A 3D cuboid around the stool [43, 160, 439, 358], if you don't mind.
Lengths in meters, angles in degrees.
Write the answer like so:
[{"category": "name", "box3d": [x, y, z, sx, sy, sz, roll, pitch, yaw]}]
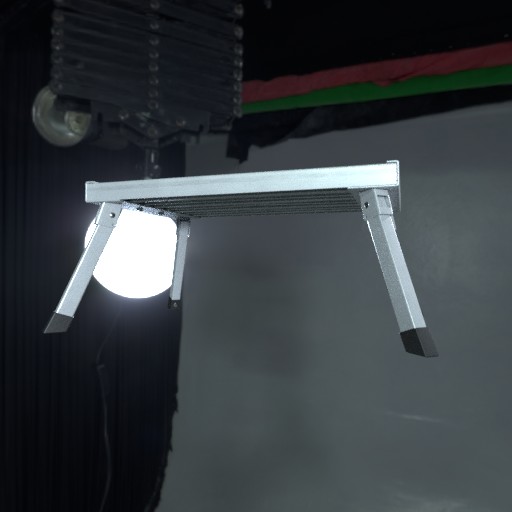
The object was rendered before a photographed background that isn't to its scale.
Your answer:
[{"category": "stool", "box3d": [0.000, 0.000, 0.735, 0.535, 0.225, 0.385, 0, -1, 18]}]
